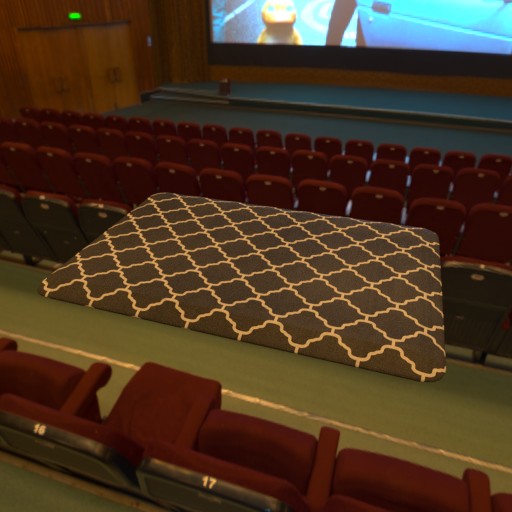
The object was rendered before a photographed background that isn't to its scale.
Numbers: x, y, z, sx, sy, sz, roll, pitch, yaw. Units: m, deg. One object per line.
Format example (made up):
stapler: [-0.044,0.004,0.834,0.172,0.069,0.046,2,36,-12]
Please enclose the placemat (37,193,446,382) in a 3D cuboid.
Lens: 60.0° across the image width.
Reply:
placemat: [0.000,0.000,0.961,0.762,0.021,0.508,10,33,15]
